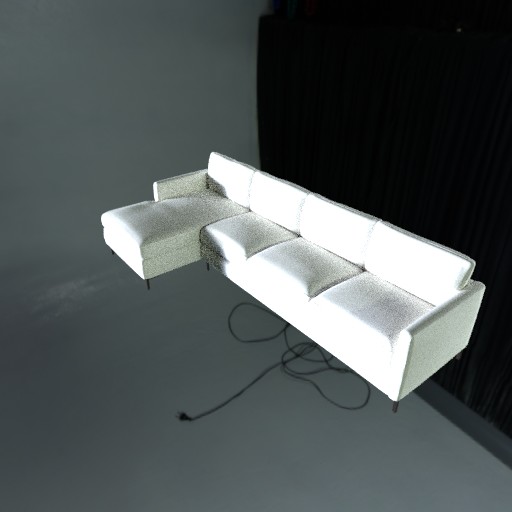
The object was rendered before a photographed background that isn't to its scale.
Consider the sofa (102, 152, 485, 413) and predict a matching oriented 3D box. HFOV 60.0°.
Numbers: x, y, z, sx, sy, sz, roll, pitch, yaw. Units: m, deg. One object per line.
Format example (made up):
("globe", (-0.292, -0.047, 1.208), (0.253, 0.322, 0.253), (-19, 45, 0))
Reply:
("sofa", (0.000, 0.000, 3.729), (1.467, 0.875, 3.186), (-22, 37, -33))
